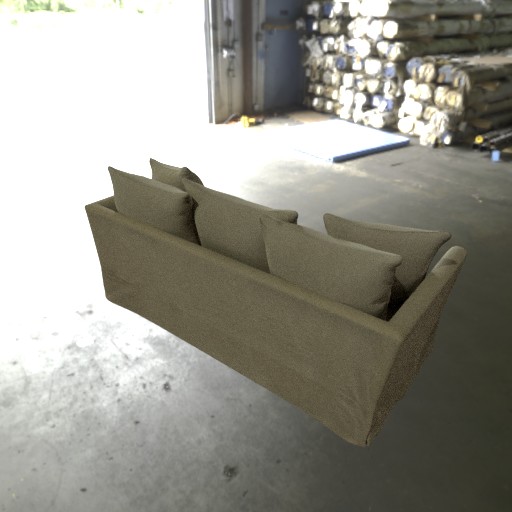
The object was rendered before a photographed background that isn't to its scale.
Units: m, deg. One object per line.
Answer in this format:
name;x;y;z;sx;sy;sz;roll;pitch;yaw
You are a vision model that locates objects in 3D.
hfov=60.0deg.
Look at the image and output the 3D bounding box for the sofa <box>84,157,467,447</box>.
sofa;0.000;0.000;2.889;2.290;1.034;1.031;21;36;32
